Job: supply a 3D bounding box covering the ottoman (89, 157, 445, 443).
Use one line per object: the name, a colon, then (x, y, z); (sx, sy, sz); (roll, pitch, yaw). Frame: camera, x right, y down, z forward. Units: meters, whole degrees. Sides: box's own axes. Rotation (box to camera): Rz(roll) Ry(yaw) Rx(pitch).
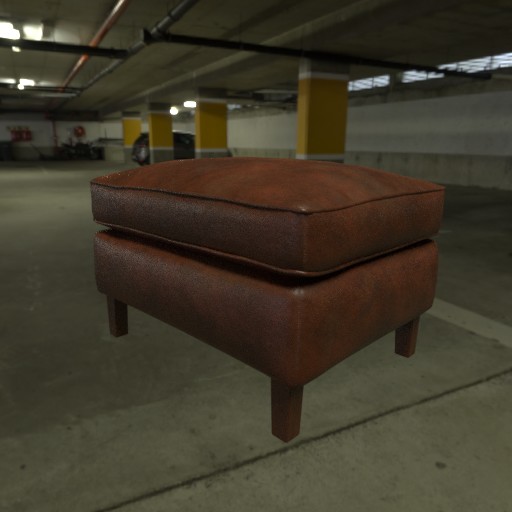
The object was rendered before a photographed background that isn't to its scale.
ottoman: (0.000, 0.000, 0.997); (0.501, 0.432, 0.665); (-14, 20, -43)
